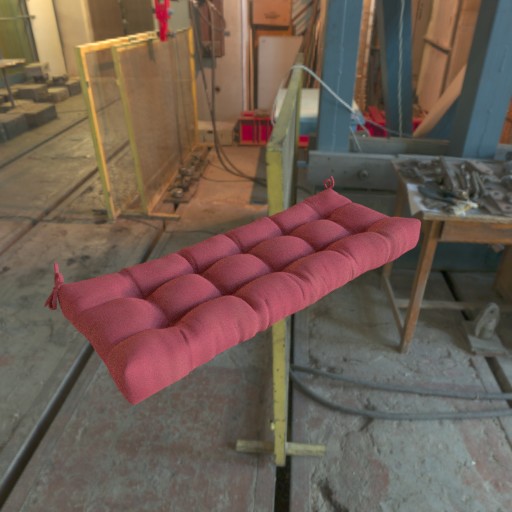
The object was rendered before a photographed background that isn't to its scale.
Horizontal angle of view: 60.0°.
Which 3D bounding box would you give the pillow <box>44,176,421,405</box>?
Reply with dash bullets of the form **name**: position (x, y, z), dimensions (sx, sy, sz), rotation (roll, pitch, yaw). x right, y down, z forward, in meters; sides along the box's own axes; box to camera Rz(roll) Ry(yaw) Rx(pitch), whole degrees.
- **pillow**: position (0.000, 0.000, 1.410), dimensions (1.194, 0.174, 0.511), rotation (-23, 38, -34)
